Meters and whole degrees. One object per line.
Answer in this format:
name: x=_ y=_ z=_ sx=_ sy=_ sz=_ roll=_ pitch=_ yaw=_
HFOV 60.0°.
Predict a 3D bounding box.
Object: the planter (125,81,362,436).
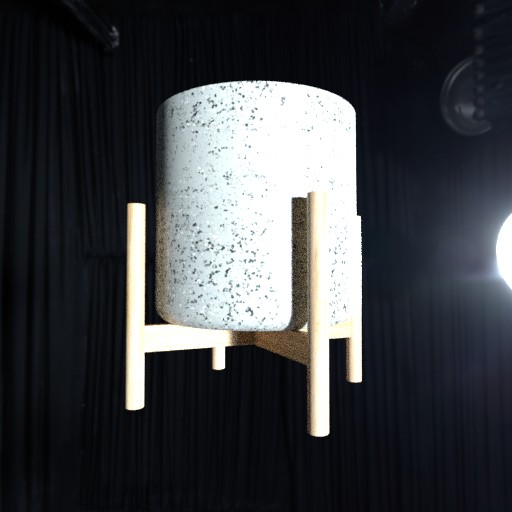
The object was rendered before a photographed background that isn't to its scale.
planter: x=0.000 y=0.000 z=0.686 sx=0.360 sy=0.419 sz=0.360 roll=0 pitch=-2 yaw=-1
